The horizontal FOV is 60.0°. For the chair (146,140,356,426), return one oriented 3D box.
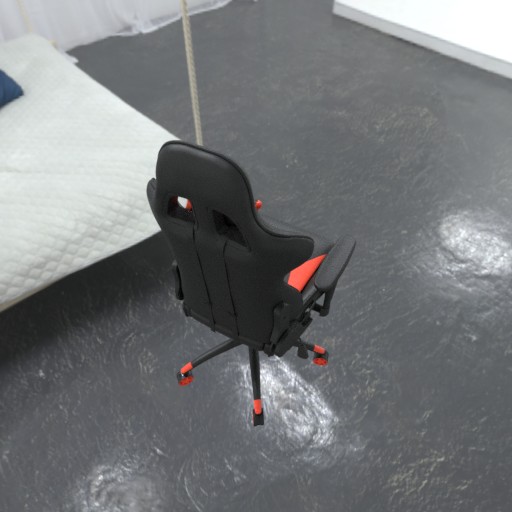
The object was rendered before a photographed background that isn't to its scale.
[{"bbox_3d":[0.000,0.000,1.706,0.695,1.282,0.730,22,51,20],"label":"chair"}]
